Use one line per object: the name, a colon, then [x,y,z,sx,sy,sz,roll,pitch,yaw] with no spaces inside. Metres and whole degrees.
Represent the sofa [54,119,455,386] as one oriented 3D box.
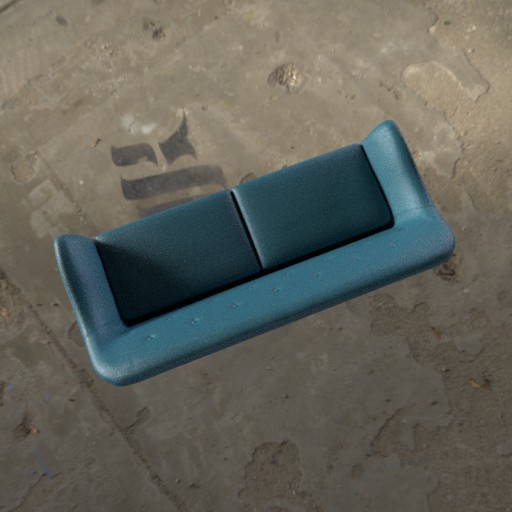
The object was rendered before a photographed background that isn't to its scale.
sofa: [0.000,0.000,2.311,1.840,0.836,0.820,-20,77,-5]
